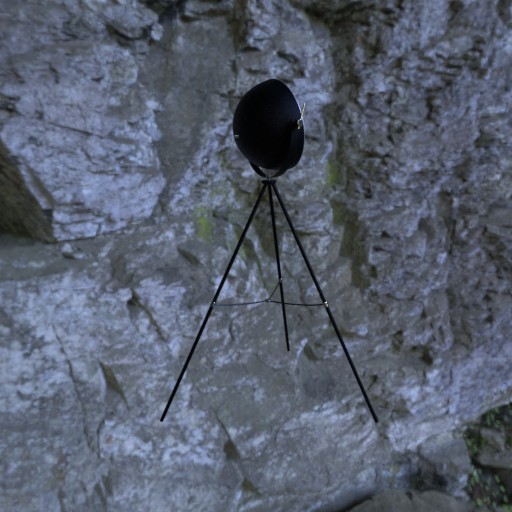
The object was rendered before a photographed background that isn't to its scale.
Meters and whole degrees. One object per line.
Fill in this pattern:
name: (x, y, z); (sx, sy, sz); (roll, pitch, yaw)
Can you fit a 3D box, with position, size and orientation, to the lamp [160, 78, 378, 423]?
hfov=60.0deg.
lamp: (0.000, 0.000, 2.004); (0.920, 1.512, 0.817); (-8, 17, -28)
